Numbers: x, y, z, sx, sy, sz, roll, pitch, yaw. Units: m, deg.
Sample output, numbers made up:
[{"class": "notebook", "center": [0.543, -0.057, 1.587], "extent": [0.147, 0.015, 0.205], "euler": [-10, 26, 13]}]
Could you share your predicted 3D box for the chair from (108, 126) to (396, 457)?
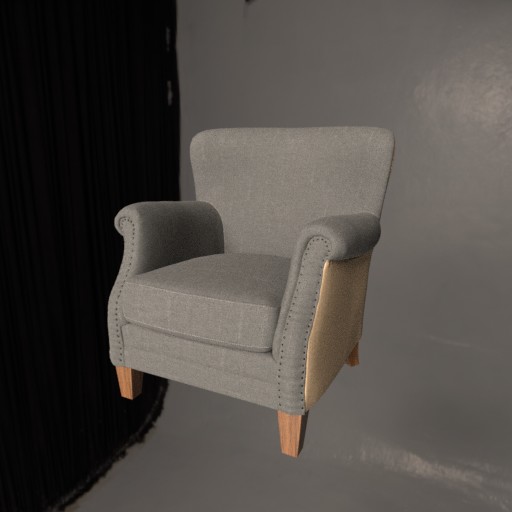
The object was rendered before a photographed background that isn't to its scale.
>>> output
[{"class": "chair", "center": [0.000, 0.000, 1.647], "extent": [0.861, 0.936, 0.921], "euler": [7, 16, 25]}]
